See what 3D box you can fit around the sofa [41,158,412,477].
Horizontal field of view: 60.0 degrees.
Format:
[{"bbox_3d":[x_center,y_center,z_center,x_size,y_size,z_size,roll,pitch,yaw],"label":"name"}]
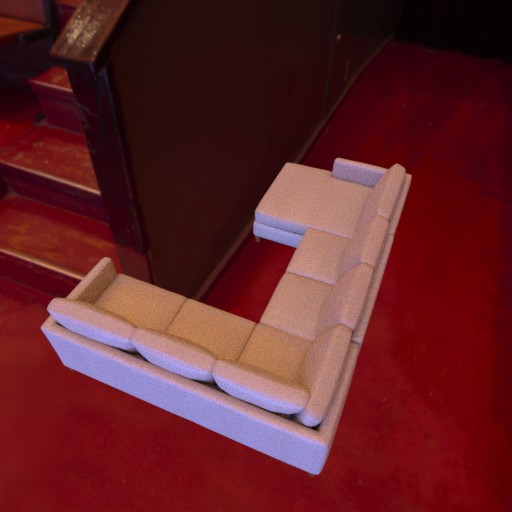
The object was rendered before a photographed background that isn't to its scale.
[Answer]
[{"bbox_3d":[0.000,0.000,4.688,2.594,0.961,3.460,17,49,16],"label":"sofa"}]
